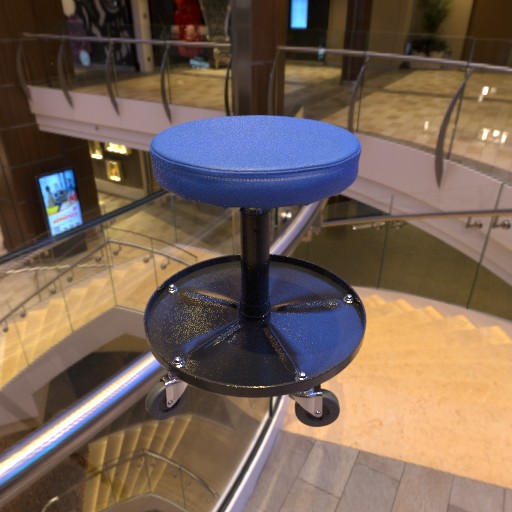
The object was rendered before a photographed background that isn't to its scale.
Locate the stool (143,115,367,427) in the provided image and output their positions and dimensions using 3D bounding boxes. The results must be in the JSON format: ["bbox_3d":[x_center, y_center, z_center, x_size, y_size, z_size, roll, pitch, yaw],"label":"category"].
[{"bbox_3d":[0.000,0.000,0.672,0.381,0.365,0.382,-8,31,-15],"label":"stool"}]
